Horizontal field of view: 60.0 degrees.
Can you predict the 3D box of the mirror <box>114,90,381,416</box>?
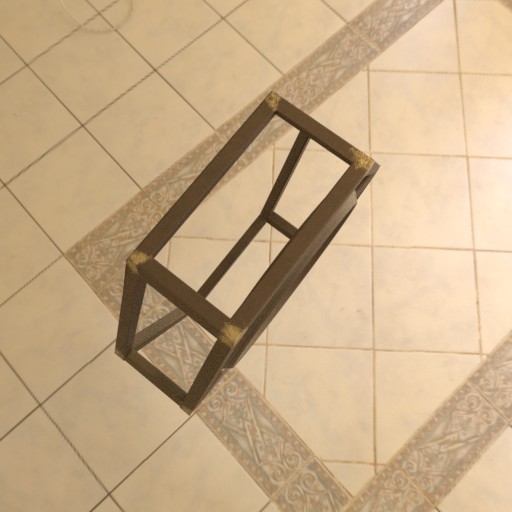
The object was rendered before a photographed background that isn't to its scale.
[{"bbox_3d":[0.000,0.000,0.536,0.119,0.334,0.380,37,80,8],"label":"mirror"}]
